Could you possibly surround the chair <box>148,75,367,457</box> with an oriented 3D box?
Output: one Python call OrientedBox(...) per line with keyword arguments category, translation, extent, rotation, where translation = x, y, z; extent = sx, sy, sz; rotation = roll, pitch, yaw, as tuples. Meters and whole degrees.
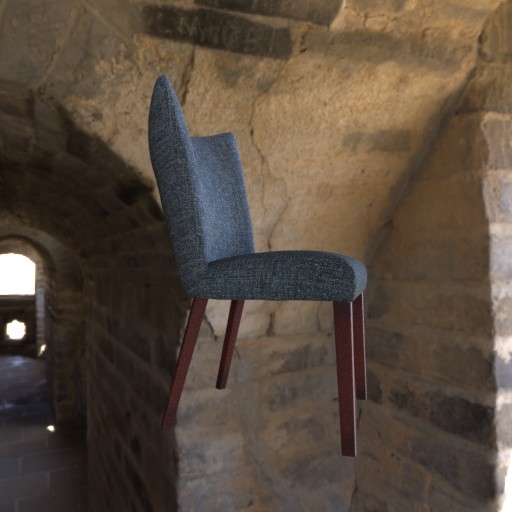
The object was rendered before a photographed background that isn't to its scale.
OrientedBox(category="chair", translation=(0.000, 0.000, 1.326), extent=(0.623, 0.924, 0.535), rotation=(0, -1, 17))
